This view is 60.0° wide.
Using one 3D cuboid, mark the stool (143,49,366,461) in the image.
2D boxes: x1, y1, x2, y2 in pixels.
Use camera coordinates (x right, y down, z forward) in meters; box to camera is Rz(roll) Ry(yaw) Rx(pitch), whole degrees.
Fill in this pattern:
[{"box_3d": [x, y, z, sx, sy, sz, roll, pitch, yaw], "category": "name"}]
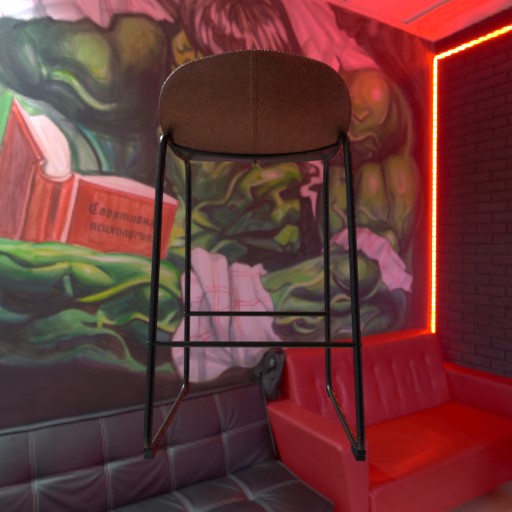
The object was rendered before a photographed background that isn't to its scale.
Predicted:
[{"box_3d": [0.000, 0.000, 1.116, 0.454, 0.830, 0.473, 0, 1, 1], "category": "stool"}]
